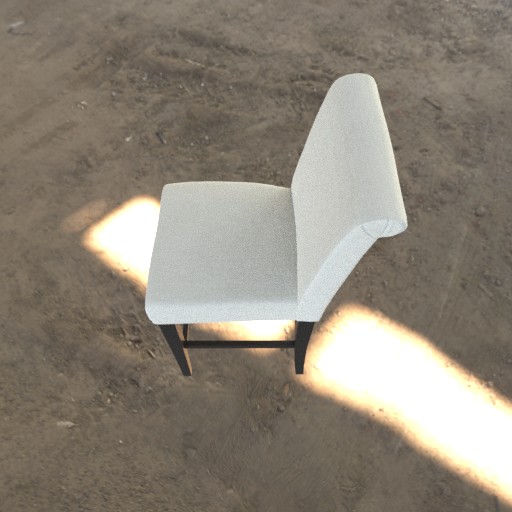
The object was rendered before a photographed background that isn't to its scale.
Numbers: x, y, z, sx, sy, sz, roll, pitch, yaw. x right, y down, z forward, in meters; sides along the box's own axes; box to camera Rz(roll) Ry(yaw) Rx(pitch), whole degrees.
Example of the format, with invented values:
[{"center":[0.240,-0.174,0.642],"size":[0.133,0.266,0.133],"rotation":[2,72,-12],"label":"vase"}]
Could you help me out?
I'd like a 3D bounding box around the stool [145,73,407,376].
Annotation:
[{"center":[0.000,0.000,1.366],"size":[0.597,0.976,0.452],"rotation":[0,58,0],"label":"stool"}]
